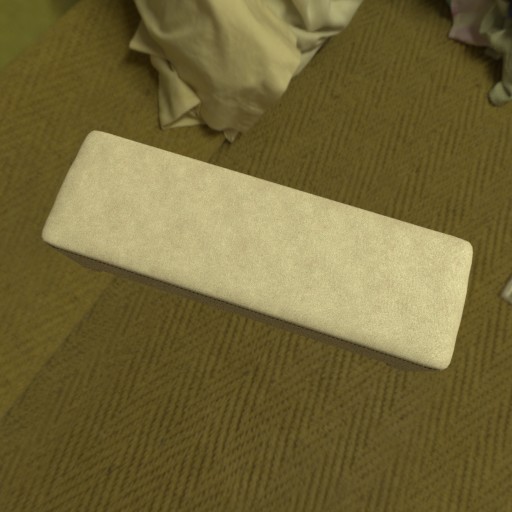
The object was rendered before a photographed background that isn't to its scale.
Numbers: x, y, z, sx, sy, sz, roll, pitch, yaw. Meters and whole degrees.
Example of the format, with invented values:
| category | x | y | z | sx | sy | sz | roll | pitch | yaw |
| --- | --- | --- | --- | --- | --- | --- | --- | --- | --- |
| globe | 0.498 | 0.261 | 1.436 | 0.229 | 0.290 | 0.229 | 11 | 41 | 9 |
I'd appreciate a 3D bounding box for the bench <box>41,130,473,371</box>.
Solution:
| category | x | y | z | sx | sy | sz | roll | pitch | yaw |
| --- | --- | --- | --- | --- | --- | --- | --- | --- | --- |
| bench | 0.000 | 0.000 | 1.747 | 1.482 | 0.447 | 0.470 | 17 | 76 | 4 |
